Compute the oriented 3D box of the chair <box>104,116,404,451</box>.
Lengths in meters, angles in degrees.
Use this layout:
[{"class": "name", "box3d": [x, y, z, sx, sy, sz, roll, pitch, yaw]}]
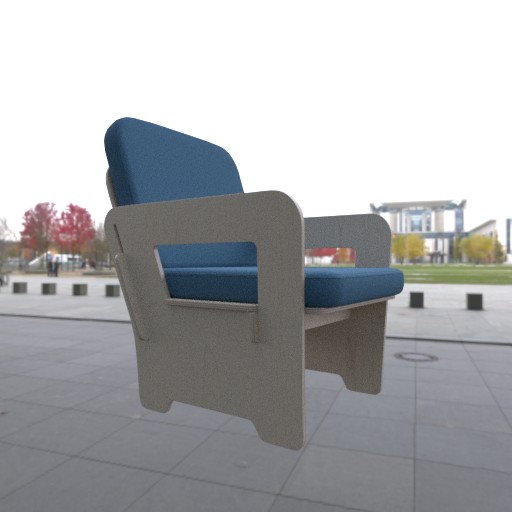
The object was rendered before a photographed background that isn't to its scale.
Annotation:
[{"class": "chair", "box3d": [0.000, 0.000, 1.164, 0.657, 0.747, 0.547, 0, -1, 35]}]
